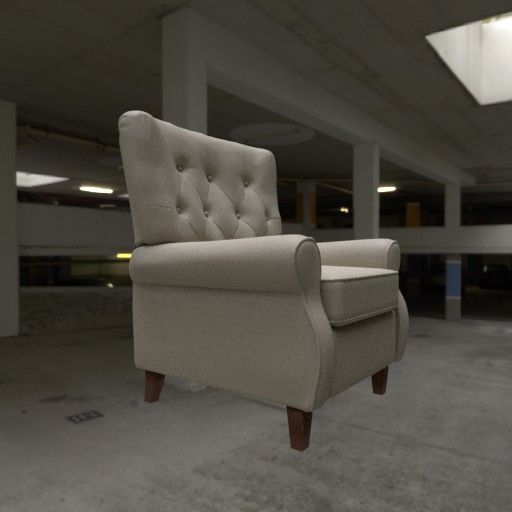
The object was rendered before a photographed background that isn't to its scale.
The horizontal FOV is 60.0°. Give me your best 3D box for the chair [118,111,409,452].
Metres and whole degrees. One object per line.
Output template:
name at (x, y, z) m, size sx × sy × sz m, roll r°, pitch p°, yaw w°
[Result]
chair at (0.000, 0.000, 1.853) m, size 1.059 × 1.158 × 0.943 m, roll 1°, pitch 1°, yaw 37°
